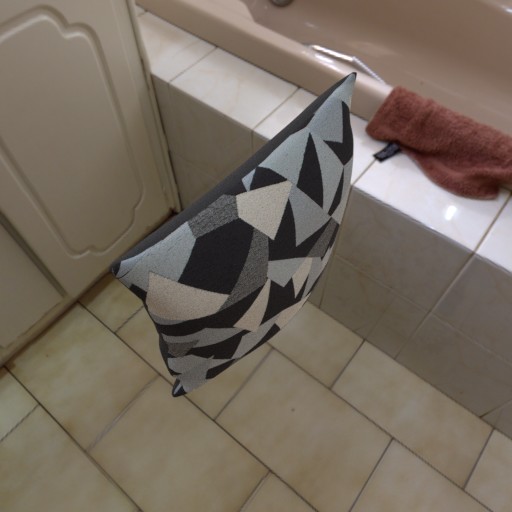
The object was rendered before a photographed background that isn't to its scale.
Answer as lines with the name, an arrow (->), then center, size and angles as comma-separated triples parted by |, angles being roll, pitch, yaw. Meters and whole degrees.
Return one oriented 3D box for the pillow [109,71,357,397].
pillow -> 0.000, 0.000, 0.798 | 0.208, 0.496, 0.503 | 37, 65, 21
